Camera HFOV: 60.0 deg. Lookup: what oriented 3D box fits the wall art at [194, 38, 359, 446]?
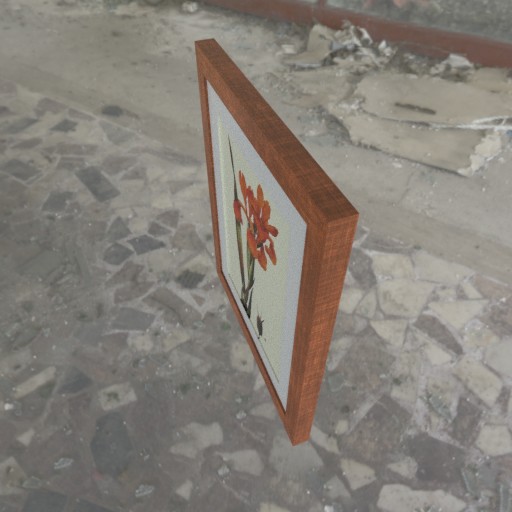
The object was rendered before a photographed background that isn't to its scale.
[{"bbox_3d":[0.000,0.000,0.779,0.033,0.567,0.467,-16,49,-14],"label":"wall art"}]
